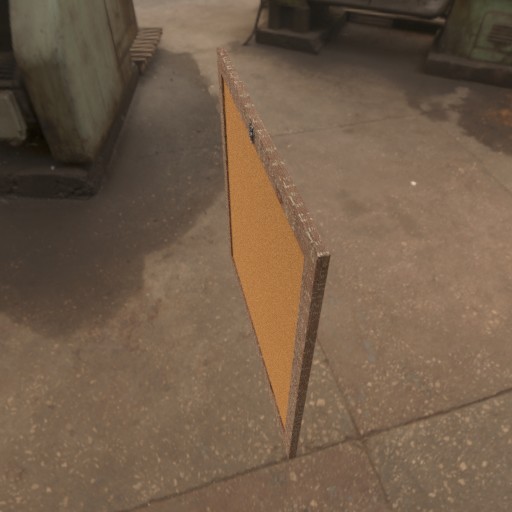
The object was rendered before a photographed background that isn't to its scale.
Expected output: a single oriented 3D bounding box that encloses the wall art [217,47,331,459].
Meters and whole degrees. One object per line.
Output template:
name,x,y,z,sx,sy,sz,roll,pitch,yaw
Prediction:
wall art,0.000,0.000,0.577,0.012,0.384,0.384,-10,47,-10
